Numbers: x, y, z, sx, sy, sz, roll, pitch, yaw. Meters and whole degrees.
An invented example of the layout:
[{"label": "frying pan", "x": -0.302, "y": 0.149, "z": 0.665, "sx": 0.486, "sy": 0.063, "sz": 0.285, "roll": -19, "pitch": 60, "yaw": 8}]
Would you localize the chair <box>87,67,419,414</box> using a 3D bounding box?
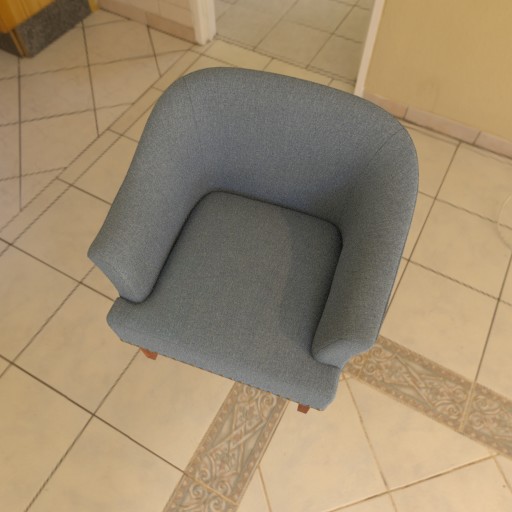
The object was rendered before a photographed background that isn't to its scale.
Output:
[{"label": "chair", "x": 0.000, "y": 0.000, "z": 1.398, "sx": 0.798, "sy": 0.815, "sz": 0.704, "roll": 17, "pitch": 60, "yaw": 10}]
